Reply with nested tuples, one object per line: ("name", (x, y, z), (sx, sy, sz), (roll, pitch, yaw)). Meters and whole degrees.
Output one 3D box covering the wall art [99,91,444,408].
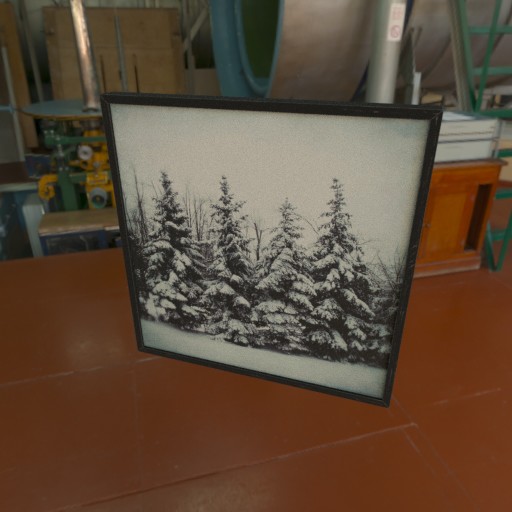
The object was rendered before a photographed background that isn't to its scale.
("wall art", (0.000, 0.000, 0.753), (0.506, 0.506, 0.036), (8, 28, 16))
